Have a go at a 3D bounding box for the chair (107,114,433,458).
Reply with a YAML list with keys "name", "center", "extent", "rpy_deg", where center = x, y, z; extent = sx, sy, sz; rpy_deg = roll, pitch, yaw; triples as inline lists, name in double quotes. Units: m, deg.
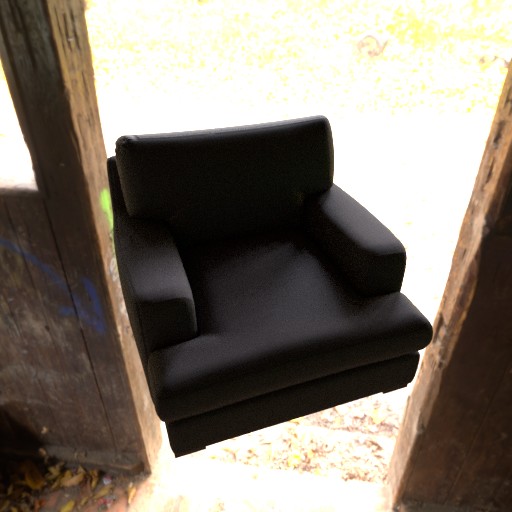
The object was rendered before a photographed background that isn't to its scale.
- name: "chair"
  center: [0.000, 0.000, 1.954]
  extent: [1.168, 0.940, 1.143]
  rpy_deg: [-11, 35, -16]
